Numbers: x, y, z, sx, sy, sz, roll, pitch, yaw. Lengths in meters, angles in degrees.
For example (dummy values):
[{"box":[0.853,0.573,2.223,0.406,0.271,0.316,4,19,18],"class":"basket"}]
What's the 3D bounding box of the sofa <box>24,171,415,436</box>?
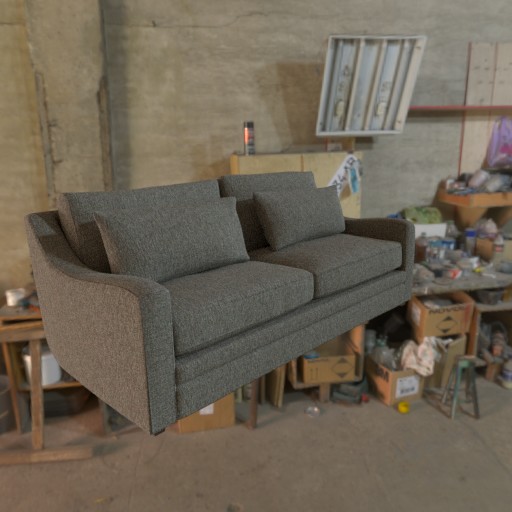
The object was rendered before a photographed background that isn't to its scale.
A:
[{"box":[0.000,0.000,2.872,1.103,0.998,2.418,13,19,43],"class":"sofa"}]
